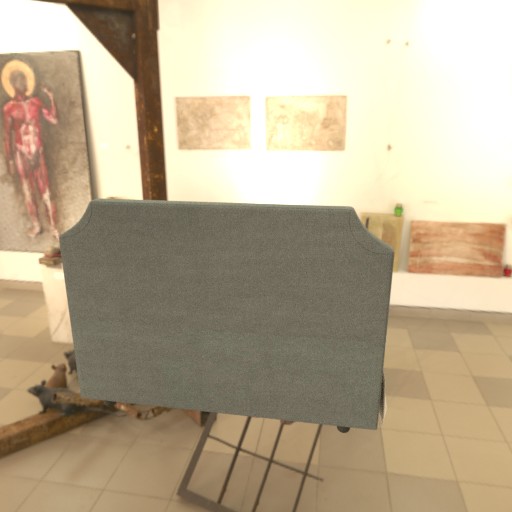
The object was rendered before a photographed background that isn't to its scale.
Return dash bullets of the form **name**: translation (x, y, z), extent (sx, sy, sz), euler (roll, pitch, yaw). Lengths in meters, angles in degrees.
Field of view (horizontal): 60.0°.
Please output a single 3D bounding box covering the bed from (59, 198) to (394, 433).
- **bed**: translation (0.000, 0.000, 3.610), extent (1.977, 1.306, 2.464), euler (3, 18, 9)
